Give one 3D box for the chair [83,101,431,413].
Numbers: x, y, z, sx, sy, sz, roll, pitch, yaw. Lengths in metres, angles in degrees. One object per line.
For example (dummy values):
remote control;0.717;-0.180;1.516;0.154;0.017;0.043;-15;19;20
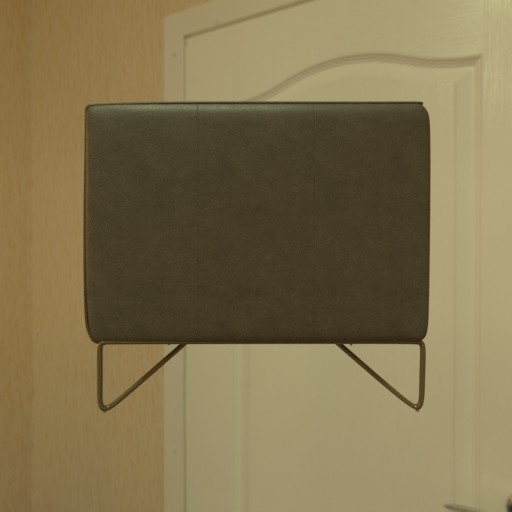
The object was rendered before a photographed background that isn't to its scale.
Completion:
chair;0.000;0.000;1.535;0.894;0.790;0.880;0;0;0
